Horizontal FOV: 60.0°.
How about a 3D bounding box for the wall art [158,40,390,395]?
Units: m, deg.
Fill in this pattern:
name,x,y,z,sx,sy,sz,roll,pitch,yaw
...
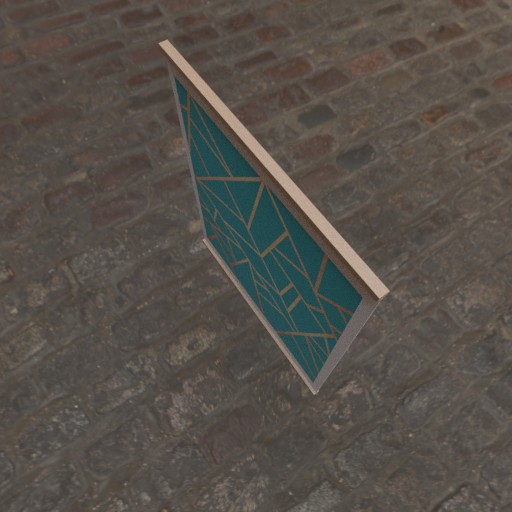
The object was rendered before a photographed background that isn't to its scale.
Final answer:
name,x,y,z,sx,sy,sz,roll,pitch,yaw
wall art,0.000,0.000,0.696,0.012,0.508,0.405,-31,67,-15
